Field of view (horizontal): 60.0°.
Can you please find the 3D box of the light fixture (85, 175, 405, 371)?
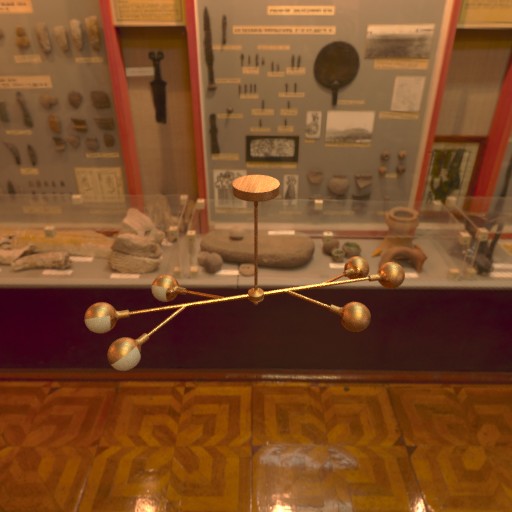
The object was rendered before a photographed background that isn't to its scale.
[{"bbox_3d":[0.000,0.000,1.038,0.778,0.362,0.434,1,31,2],"label":"light fixture"}]
